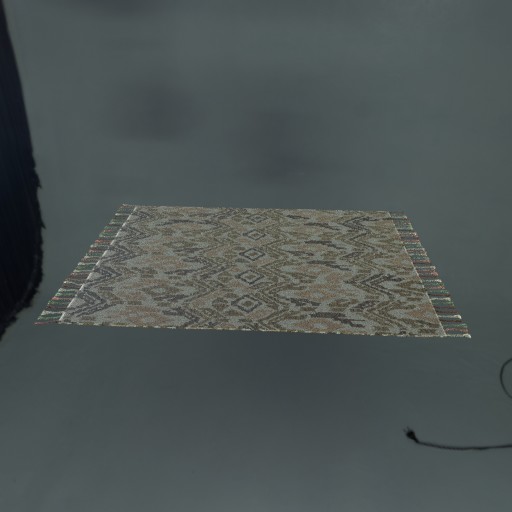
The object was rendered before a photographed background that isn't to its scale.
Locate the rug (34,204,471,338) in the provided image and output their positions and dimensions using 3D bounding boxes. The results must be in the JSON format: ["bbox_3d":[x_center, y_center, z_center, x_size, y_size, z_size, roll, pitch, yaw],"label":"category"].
[{"bbox_3d":[0.000,0.000,2.347,1.829,0.008,1.219,2,31,3],"label":"rug"}]
